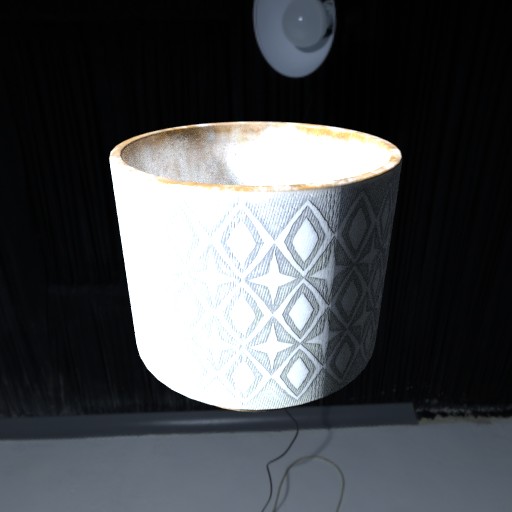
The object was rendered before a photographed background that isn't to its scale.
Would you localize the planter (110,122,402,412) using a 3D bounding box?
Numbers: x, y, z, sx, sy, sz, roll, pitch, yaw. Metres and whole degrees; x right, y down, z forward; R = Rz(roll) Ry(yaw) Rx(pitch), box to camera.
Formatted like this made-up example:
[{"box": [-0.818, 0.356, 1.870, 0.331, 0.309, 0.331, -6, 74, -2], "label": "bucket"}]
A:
[{"box": [0.000, 0.000, 0.451, 0.255, 0.223, 0.255, 0, 26, 0], "label": "planter"}]
